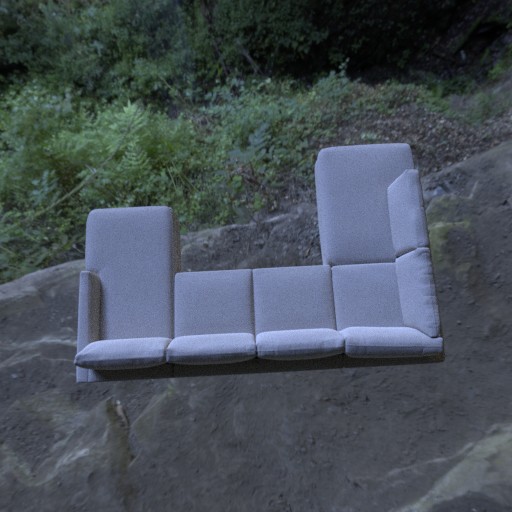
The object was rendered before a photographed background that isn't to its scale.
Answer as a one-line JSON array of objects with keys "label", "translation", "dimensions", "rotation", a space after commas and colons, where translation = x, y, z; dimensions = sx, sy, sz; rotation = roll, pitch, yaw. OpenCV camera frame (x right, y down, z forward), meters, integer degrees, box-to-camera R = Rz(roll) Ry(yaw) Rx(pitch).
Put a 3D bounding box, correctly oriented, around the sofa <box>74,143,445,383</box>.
[{"label": "sofa", "translation": [0.000, 0.000, 3.888], "dimensions": [2.984, 0.862, 1.989], "rotation": [-3, 77, -1]}]
